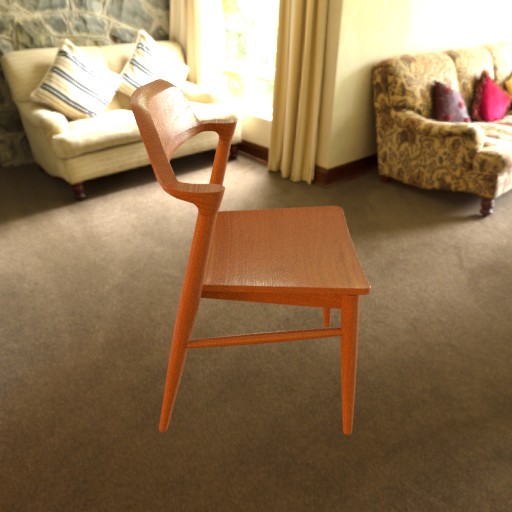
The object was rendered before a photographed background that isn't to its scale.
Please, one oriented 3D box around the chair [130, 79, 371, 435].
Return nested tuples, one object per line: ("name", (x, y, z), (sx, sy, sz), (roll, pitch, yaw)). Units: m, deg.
("chair", (0.000, 0.000, 1.119), (0.499, 0.801, 0.496), (0, 31, 1))
